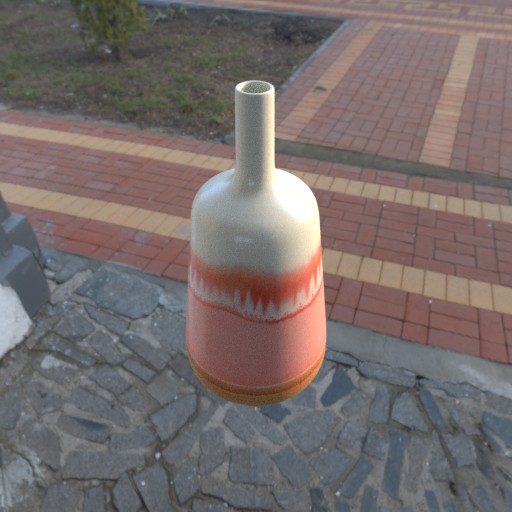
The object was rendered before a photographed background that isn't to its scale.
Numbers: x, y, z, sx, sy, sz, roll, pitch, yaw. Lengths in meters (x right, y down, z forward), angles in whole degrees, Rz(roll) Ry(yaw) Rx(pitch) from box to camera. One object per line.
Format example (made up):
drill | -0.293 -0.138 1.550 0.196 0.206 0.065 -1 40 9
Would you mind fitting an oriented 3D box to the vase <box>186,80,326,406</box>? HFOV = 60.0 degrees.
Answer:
vase | 0.000 0.000 0.390 0.144 0.296 0.144 0 41 0
